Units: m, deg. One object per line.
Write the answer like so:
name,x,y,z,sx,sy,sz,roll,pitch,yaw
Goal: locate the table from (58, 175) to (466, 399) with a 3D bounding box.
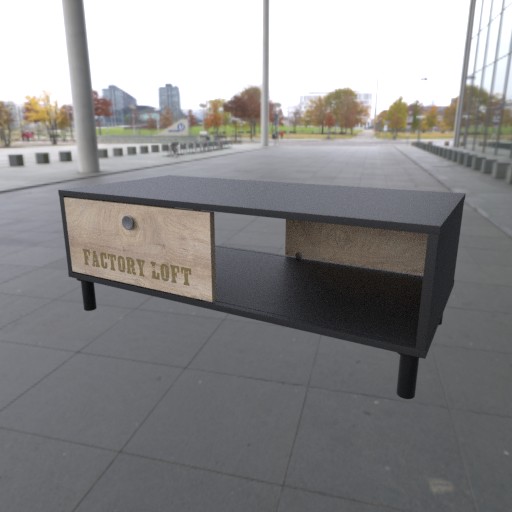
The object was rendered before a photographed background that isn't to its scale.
table,0.000,0.000,1.378,1.100,0.400,0.550,9,18,28
